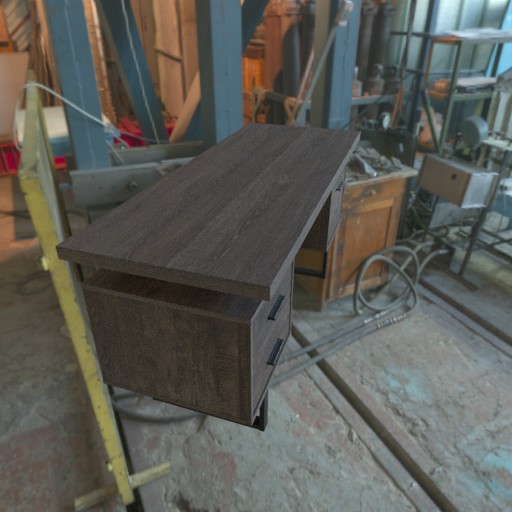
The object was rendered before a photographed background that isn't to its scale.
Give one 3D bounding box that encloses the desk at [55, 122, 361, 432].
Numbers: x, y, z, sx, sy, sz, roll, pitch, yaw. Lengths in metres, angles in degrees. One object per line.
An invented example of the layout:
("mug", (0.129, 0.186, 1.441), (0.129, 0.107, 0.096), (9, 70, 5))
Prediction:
("desk", (0.000, 0.000, 1.907), (0.600, 0.760, 1.524), (10, 31, 17))
